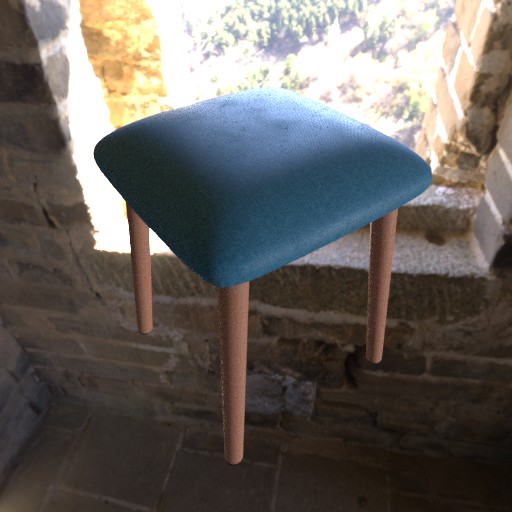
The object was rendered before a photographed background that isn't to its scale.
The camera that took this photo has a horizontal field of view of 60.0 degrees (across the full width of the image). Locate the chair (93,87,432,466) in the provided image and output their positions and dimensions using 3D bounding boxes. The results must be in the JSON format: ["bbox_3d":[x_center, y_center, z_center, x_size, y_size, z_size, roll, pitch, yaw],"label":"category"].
[{"bbox_3d":[0.000,0.000,0.713,0.360,0.450,0.360,-25,47,-26],"label":"chair"}]
